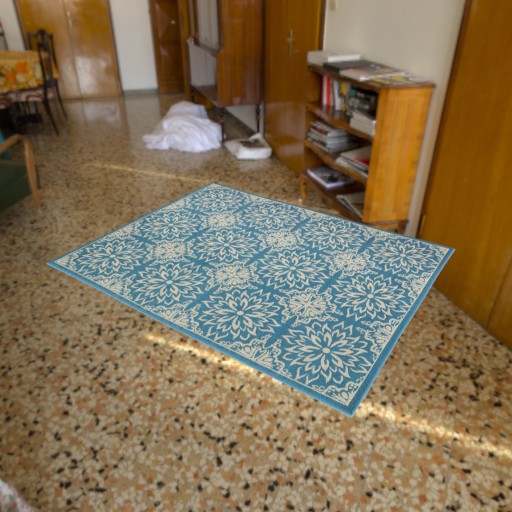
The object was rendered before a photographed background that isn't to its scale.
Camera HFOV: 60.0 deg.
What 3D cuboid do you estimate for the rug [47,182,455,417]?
[{"bbox_3d":[0.000,0.000,4.091,2.964,0.018,2.350,20,36,29],"label":"rug"}]
